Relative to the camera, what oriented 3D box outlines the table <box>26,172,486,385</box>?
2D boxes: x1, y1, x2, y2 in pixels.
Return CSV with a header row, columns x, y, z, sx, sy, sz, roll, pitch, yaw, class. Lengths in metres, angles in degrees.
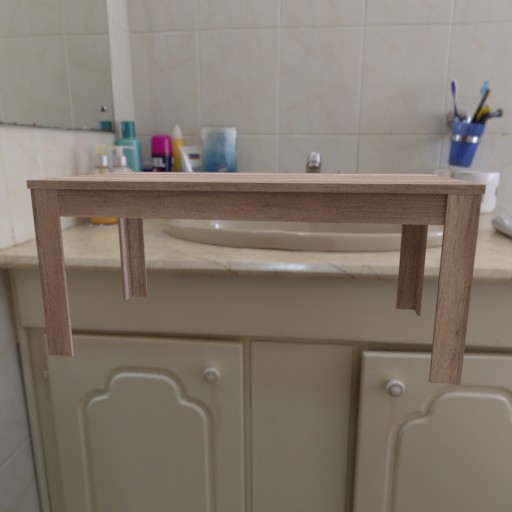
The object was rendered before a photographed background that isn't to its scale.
x,y,z,sx,sy,sz,roll,pitch,yaw,class
0.000,0.000,2.238,1.800,0.790,0.900,2,13,8,table
